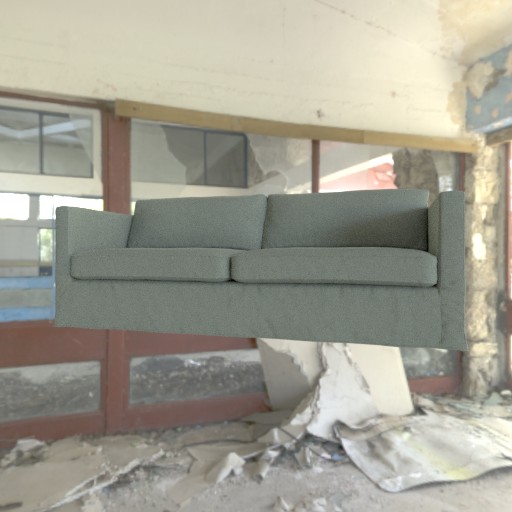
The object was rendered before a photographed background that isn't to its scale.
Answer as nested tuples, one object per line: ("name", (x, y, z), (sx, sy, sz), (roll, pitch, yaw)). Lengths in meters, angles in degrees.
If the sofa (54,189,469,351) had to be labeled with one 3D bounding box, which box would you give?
("sofa", (0.000, 0.000, 2.768), (2.312, 0.853, 0.962), (0, 0, 17))
